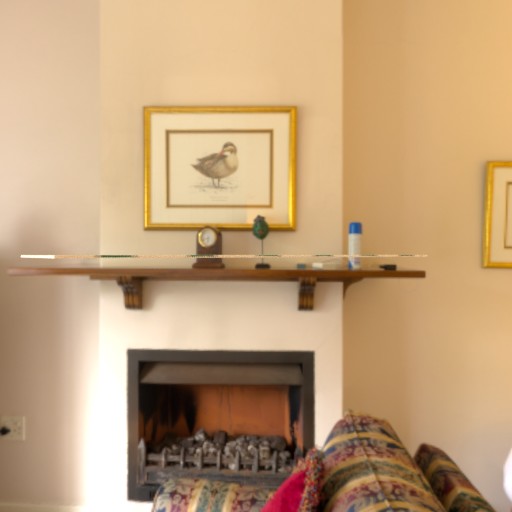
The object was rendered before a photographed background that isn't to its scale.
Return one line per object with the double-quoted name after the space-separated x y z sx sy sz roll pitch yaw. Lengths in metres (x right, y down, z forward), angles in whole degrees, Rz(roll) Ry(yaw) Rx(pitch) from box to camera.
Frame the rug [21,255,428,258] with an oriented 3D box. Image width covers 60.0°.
0.000 0.000 2.690 2.438 0.012 0.768 0 0 -36 "rug"
